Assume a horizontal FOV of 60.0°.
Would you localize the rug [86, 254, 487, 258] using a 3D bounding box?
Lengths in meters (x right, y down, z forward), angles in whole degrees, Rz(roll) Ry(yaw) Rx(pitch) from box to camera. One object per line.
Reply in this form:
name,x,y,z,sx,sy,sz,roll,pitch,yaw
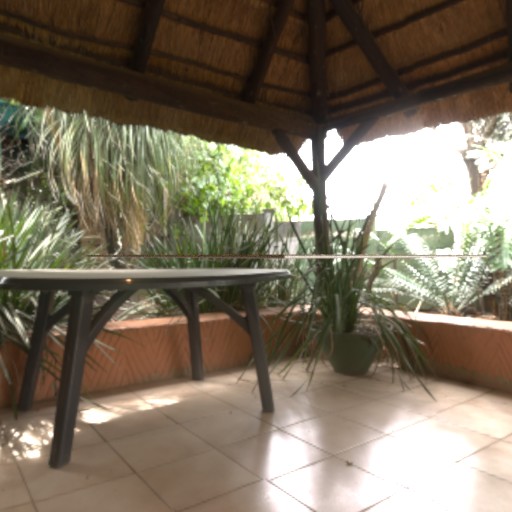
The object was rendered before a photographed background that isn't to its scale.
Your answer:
rug,0.000,0.000,2.336,1.206,0.012,1.824,0,0,-38
